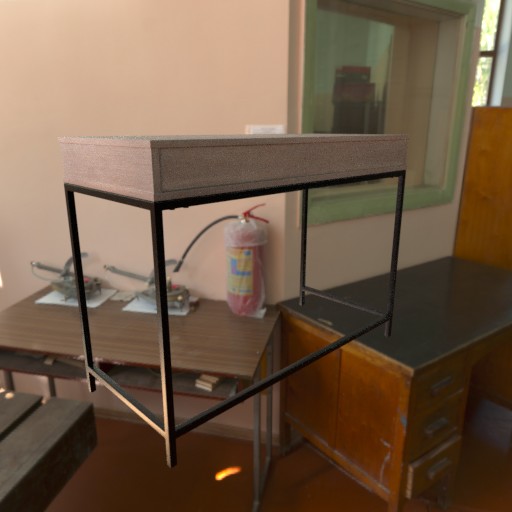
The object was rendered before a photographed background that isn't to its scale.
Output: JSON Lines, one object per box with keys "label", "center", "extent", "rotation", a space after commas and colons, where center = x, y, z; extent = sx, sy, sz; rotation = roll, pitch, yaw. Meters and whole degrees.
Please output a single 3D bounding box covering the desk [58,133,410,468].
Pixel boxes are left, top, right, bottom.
{"label": "desk", "center": [0.000, 0.000, 1.454], "extent": [1.016, 0.762, 0.470], "rotation": [-15, 22, -42]}
